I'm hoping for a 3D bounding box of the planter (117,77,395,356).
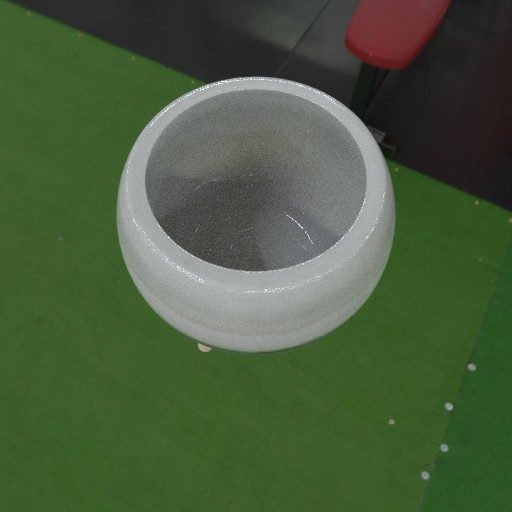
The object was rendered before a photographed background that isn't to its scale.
[{"bbox_3d":[0.000,0.000,0.434,0.222,0.278,0.222,0,64,0],"label":"planter"}]
